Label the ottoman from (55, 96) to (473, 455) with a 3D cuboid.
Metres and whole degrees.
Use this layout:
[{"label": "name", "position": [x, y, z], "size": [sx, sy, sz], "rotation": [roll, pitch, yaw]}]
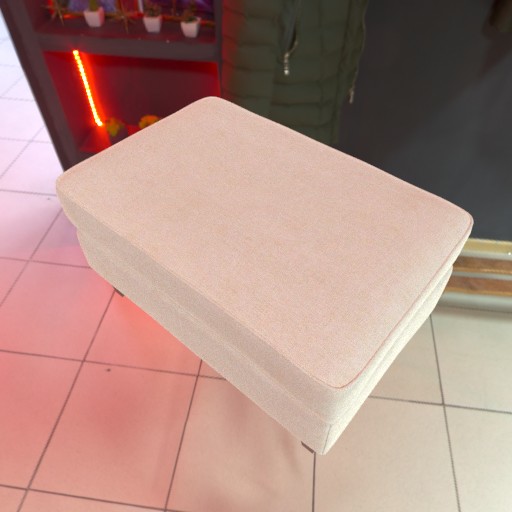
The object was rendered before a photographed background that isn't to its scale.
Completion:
[{"label": "ottoman", "position": [0.000, 0.000, 1.189], "size": [0.862, 0.484, 0.583], "rotation": [32, 56, 26]}]
